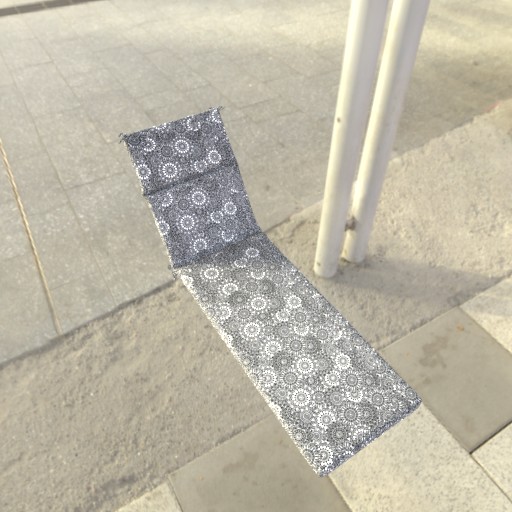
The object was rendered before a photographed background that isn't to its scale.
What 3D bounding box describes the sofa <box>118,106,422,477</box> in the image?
[{"bbox_3d":[0.000,0.000,1.963,0.582,0.622,1.663,-25,51,-22],"label":"sofa"}]
